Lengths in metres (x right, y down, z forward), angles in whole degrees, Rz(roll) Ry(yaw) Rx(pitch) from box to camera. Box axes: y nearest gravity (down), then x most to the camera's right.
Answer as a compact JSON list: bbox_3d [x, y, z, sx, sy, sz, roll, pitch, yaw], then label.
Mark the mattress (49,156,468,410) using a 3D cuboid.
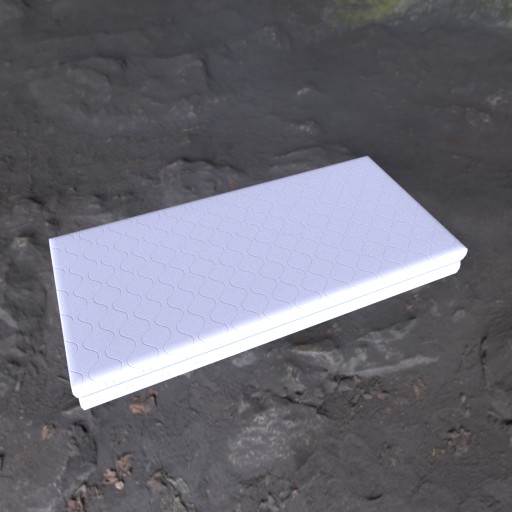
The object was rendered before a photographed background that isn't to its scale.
[{"bbox_3d":[0.000,0.000,2.270,1.900,0.200,0.900,-17,48,-16],"label":"mattress"}]
